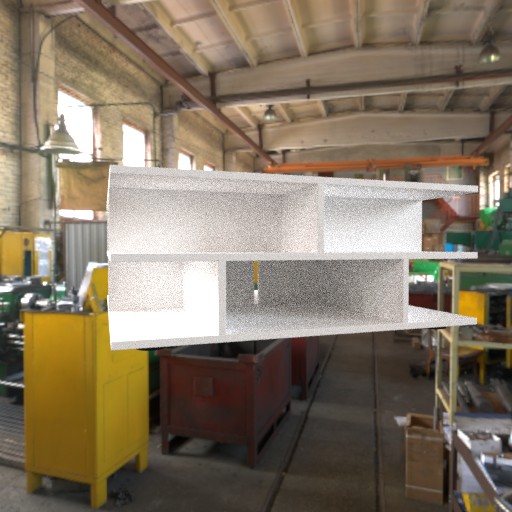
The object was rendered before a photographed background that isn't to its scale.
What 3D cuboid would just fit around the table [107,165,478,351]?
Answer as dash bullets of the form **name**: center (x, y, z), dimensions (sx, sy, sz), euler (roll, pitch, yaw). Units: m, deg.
- **table**: center (0.000, 0.000, 1.107), dimensions (0.700, 0.289, 0.700), euler (0, 1, -19)
